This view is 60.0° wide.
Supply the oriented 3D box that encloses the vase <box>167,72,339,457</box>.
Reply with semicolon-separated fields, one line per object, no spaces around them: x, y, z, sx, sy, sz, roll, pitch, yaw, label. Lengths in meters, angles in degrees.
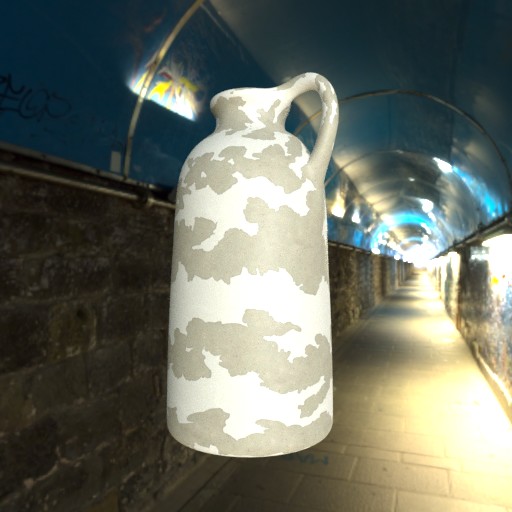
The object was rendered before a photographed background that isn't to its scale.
0.000;0.000;0.501;0.203;0.382;0.186;-1;-1;36;vase
